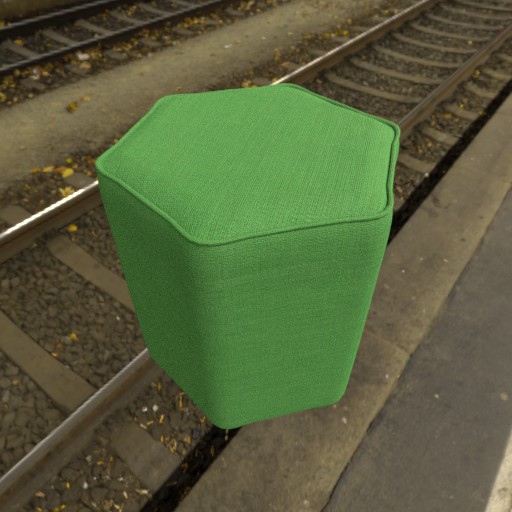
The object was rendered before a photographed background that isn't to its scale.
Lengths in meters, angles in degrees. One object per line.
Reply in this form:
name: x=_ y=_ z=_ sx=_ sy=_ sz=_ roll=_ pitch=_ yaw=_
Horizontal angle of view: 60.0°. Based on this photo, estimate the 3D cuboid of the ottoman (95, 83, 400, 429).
ottoman: x=0.000 y=0.000 z=0.862 sx=0.444 sy=0.507 sz=0.499 roll=11 pitch=44 yaw=12
